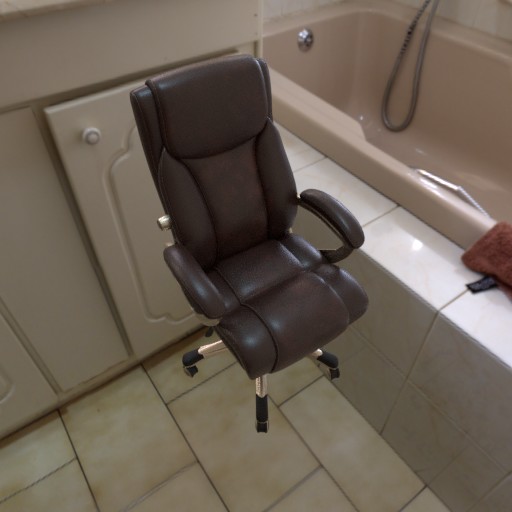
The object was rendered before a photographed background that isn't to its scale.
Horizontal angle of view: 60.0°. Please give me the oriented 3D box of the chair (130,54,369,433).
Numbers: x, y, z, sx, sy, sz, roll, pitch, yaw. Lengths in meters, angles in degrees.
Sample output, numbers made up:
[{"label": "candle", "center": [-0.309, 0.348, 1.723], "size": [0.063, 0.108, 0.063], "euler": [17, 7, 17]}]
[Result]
[{"label": "chair", "center": [0.000, 0.000, 1.641], "size": [0.692, 1.194, 0.749], "euler": [-25, 50, -22]}]
